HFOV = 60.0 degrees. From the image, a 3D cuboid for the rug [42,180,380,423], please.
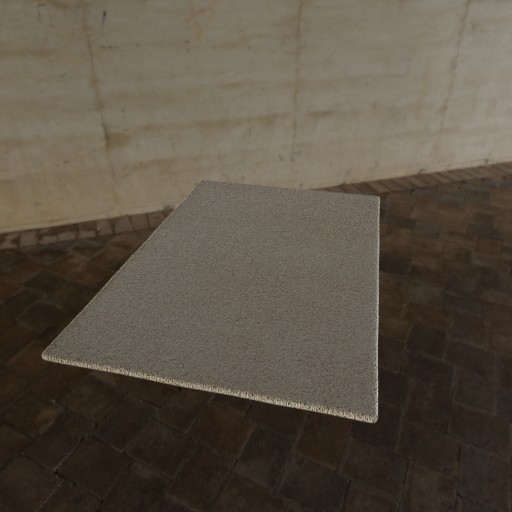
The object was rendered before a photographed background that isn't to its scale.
[{"bbox_3d":[0.000,0.000,2.258,1.219,0.030,1.778,7,32,12],"label":"rug"}]
